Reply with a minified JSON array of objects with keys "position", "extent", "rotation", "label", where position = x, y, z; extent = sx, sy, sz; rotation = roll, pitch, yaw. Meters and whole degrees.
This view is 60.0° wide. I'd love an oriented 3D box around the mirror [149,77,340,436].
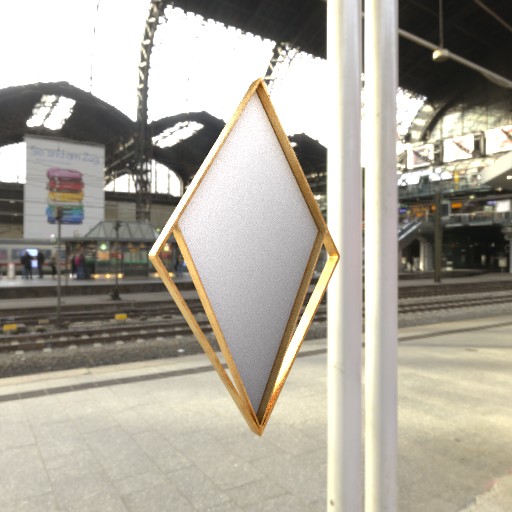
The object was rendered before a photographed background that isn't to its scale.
[{"position":[0.000,0.000,0.849],"extent":[0.419,0.679,0.032],"rotation":[0,-1,-35],"label":"mirror"}]
